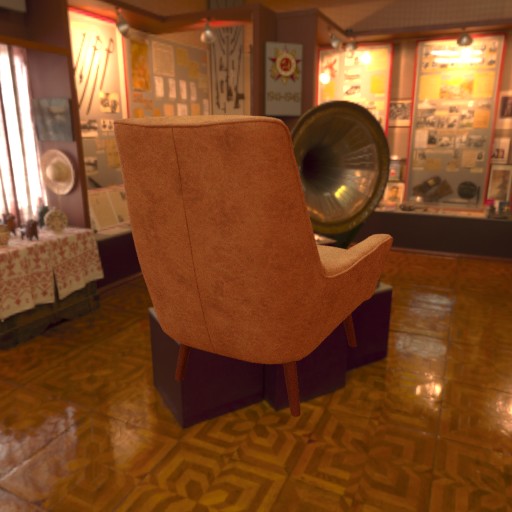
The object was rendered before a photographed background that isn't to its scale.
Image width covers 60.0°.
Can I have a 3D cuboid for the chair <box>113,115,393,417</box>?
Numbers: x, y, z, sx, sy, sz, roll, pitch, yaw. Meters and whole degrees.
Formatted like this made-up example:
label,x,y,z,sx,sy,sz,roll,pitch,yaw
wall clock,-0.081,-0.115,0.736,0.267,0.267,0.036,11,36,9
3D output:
label,x,y,z,sx,sy,sz,roll,pitch,yaw
chair,0.000,0.000,1.496,0.753,0.883,0.851,8,17,26
